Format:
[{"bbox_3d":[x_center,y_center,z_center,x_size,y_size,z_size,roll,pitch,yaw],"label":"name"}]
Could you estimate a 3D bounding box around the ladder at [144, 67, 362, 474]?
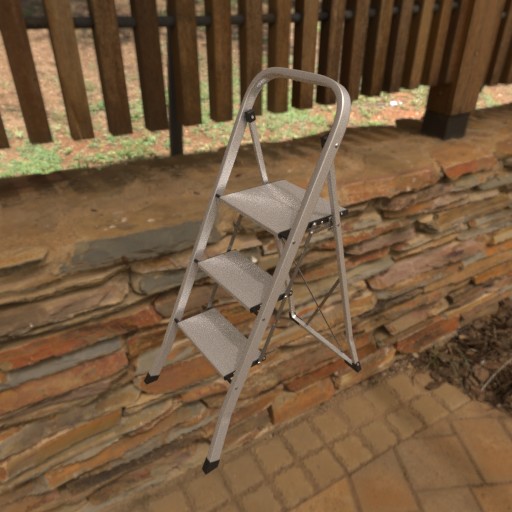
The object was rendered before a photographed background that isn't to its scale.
[{"bbox_3d":[0.000,0.000,1.403,0.704,1.070,0.465,-20,36,-30],"label":"ladder"}]
